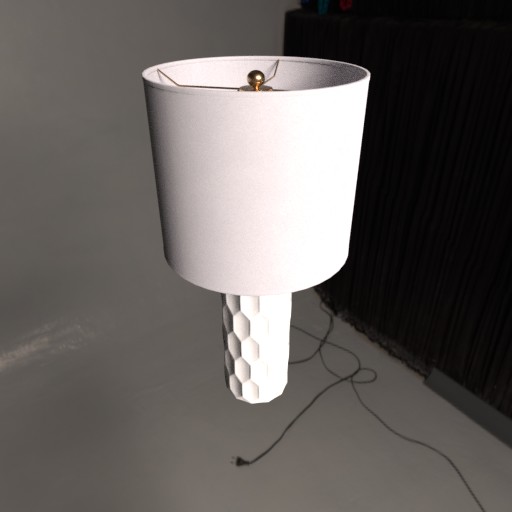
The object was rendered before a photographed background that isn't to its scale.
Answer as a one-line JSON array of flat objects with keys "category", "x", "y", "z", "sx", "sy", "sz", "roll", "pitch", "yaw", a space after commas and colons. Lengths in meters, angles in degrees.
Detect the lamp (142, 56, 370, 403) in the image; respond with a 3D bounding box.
[{"category": "lamp", "x": 0.000, "y": 0.000, "z": 0.686, "sx": 0.277, "sy": 0.537, "sz": 0.277, "roll": -21, "pitch": 37, "yaw": -31}]
